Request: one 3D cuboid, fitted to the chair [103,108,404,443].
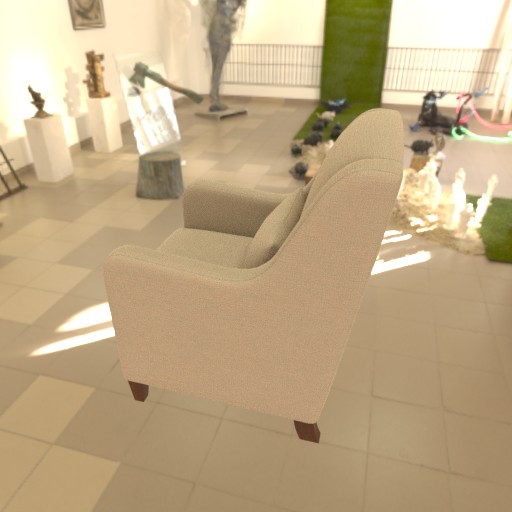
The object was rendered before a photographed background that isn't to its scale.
[{"bbox_3d":[0.000,0.000,1.635,0.896,1.017,0.715,8,31,13],"label":"chair"}]
